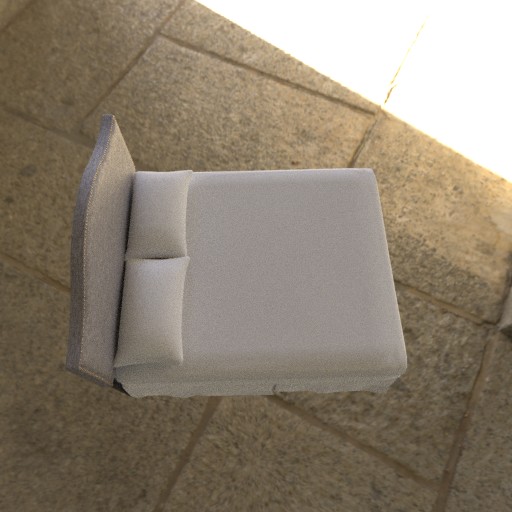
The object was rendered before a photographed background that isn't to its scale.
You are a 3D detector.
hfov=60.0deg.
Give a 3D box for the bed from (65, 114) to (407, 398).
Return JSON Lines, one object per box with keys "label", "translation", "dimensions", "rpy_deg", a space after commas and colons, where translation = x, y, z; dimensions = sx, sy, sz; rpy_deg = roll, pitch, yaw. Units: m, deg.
{"label": "bed", "translation": [0.000, 0.000, 2.874], "dimensions": [1.870, 1.295, 1.610], "rpy_deg": [-2, 66, -1]}
